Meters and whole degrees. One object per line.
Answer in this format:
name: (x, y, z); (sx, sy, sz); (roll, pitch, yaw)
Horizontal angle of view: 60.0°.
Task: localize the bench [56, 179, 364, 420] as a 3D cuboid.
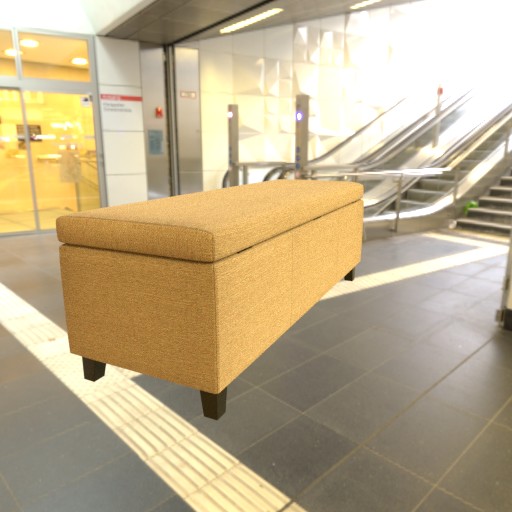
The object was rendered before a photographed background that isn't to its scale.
bench: (0.000, 0.000, 1.526); (0.446, 0.438, 1.269); (7, 16, 26)
